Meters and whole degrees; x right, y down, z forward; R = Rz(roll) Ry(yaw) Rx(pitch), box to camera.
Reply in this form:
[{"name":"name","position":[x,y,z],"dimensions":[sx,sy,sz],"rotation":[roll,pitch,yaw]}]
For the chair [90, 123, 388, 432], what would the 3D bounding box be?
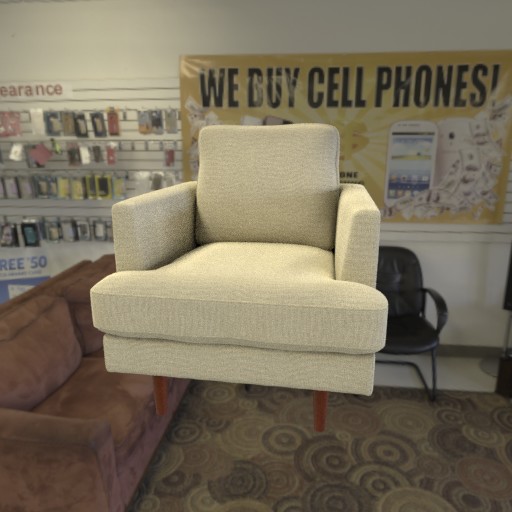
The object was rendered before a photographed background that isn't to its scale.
[{"name":"chair","position":[0.000,0.000,1.635],"dimensions":[0.858,0.957,0.899],"rotation":[2,15,9]}]
